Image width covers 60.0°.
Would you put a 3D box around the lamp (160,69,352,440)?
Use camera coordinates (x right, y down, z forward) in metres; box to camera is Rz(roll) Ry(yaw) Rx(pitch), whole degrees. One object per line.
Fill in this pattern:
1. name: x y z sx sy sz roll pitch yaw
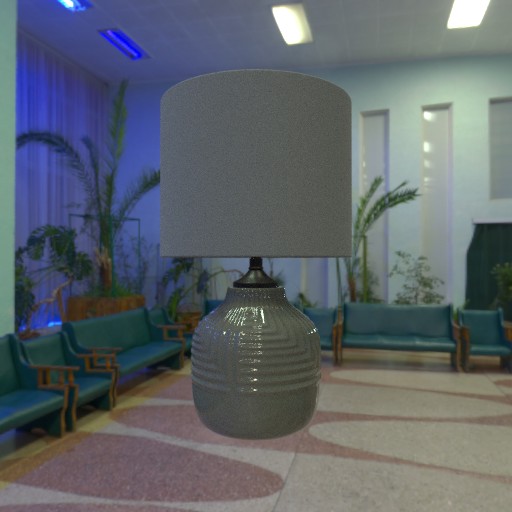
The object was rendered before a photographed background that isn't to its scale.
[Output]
1. lamp: 0.000 0.000 0.751 0.318 0.567 0.318 0 0 0
